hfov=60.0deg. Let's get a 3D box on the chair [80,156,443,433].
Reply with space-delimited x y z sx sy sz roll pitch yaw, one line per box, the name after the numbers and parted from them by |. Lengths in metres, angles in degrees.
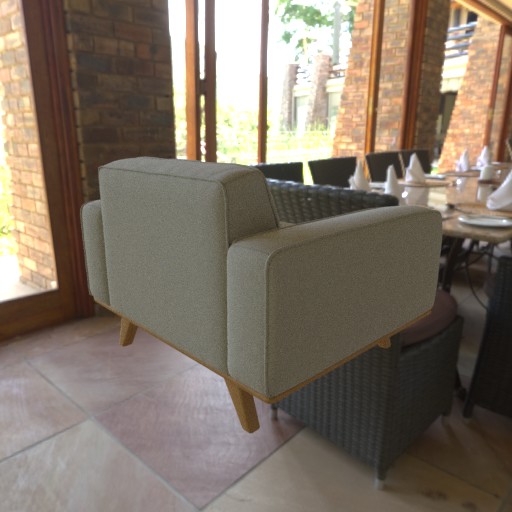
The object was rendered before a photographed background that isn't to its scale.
0.000 0.000 1.766 0.953 0.779 1.115 -15 21 -42 | chair
